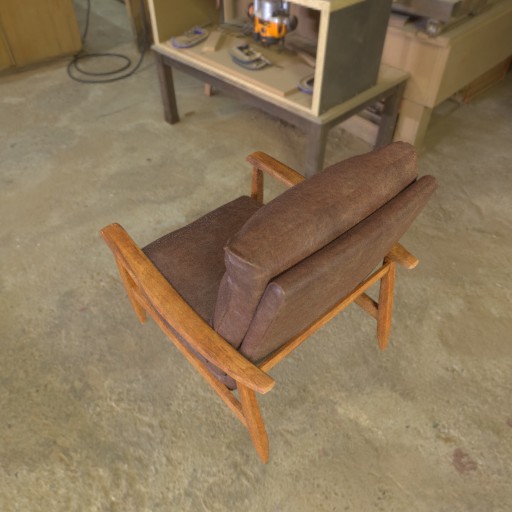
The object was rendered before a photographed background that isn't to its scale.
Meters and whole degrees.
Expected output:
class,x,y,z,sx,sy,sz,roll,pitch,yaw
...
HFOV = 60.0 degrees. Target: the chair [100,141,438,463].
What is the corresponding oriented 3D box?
class,x,y,z,sx,sy,sz,roll,pitch,yaw
chair,0.000,0.000,1.512,0.782,0.897,0.830,-33,54,-28
